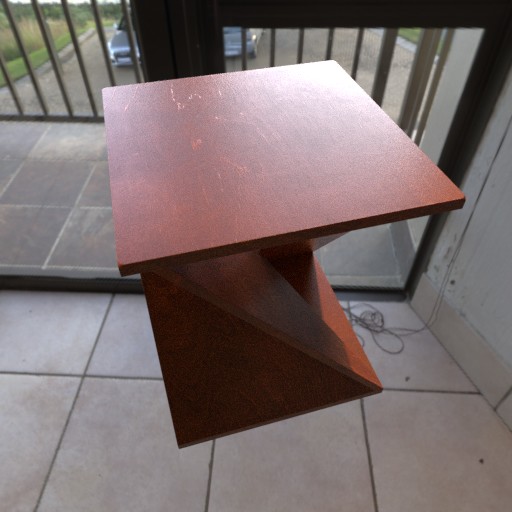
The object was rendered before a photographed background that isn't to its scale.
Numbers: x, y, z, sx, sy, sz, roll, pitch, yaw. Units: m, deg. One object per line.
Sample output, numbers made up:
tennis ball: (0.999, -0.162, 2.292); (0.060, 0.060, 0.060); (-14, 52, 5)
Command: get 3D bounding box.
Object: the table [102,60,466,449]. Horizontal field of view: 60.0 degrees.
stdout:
table: (0.000, 0.000, 0.842); (0.427, 0.520, 0.427); (-12, 47, -11)
